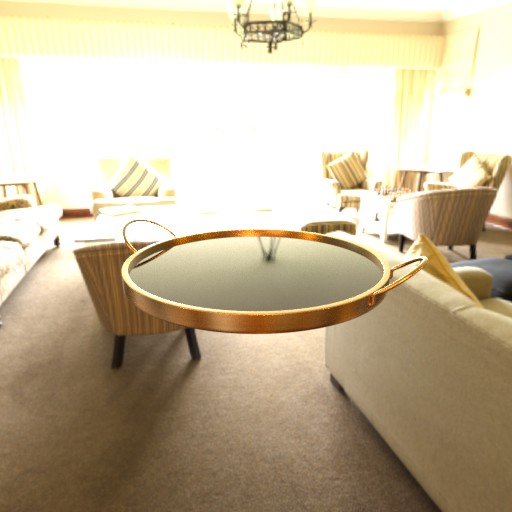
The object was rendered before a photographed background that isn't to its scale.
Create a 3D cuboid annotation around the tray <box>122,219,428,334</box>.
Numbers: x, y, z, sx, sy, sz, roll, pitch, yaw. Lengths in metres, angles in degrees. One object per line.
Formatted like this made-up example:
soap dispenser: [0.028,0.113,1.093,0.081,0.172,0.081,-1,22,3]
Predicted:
tray: [0.000,0.000,0.750,0.543,0.069,0.438,9,20,27]
